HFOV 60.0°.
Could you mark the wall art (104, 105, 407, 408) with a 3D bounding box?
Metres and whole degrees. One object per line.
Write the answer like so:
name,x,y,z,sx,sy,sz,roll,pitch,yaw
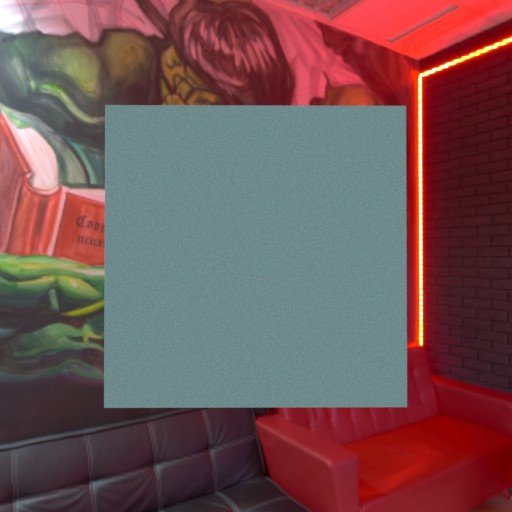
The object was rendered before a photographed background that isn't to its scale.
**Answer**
wall art,0.000,0.000,0.902,0.603,0.603,0.036,0,-1,0
